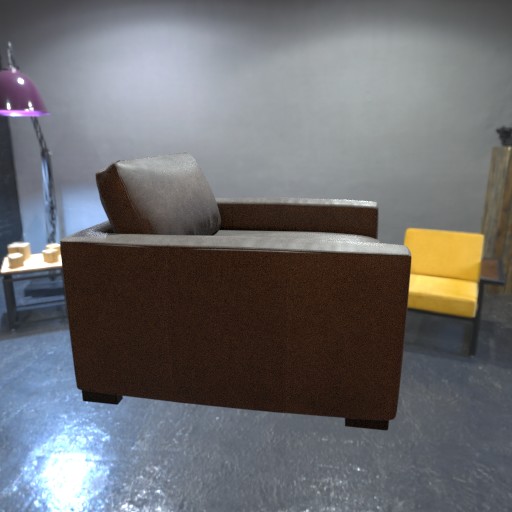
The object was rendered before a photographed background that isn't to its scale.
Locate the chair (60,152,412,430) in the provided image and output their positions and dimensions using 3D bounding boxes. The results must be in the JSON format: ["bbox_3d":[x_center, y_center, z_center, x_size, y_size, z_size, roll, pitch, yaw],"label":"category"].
[{"bbox_3d":[0.000,0.000,1.816,1.080,0.807,1.106,2,15,9],"label":"chair"}]
